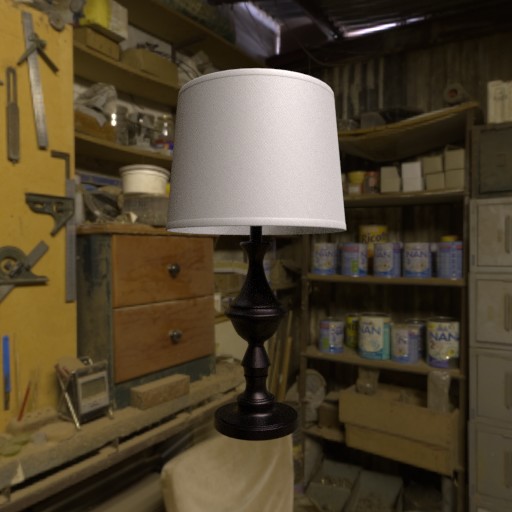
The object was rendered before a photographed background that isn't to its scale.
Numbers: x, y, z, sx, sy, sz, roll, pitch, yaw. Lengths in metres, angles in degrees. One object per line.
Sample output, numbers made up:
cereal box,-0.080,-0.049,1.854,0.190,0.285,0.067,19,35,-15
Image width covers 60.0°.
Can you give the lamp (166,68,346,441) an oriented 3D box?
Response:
lamp,0.000,0.000,0.960,0.383,0.726,0.383,0,0,0
